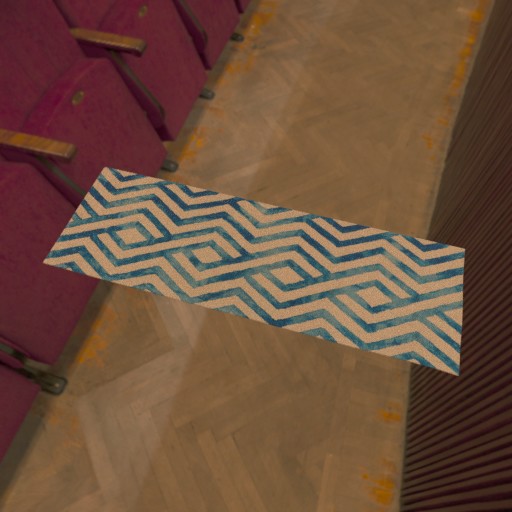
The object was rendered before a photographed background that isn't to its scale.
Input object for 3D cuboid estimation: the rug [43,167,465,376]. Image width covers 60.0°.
[{"bbox_3d":[0.000,0.000,1.648,1.492,0.007,0.503,14,59,9],"label":"rug"}]
